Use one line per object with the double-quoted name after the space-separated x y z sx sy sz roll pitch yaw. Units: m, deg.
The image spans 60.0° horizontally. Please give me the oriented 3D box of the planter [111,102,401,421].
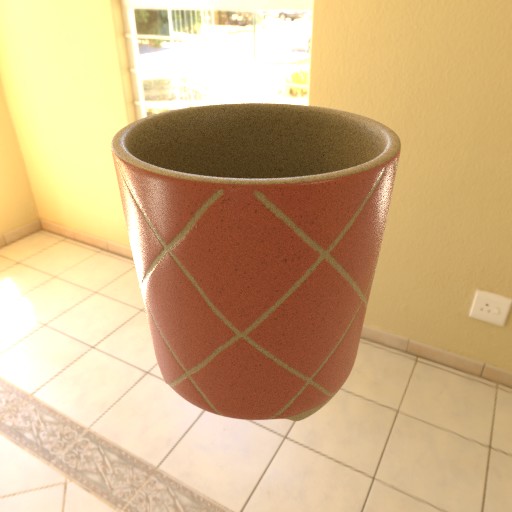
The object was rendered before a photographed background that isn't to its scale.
0.000 0.000 0.419 0.227 0.235 0.227 0 31 0 "planter"
